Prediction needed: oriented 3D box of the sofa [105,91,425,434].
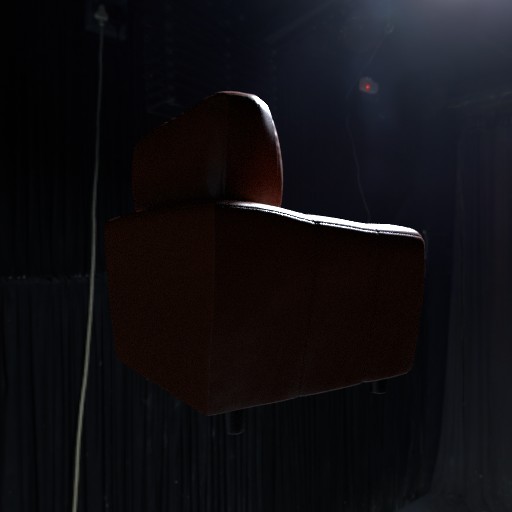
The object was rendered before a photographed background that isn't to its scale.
[{"bbox_3d":[0.000,0.000,1.495,0.789,0.876,0.836,0,1,-35],"label":"sofa"}]
